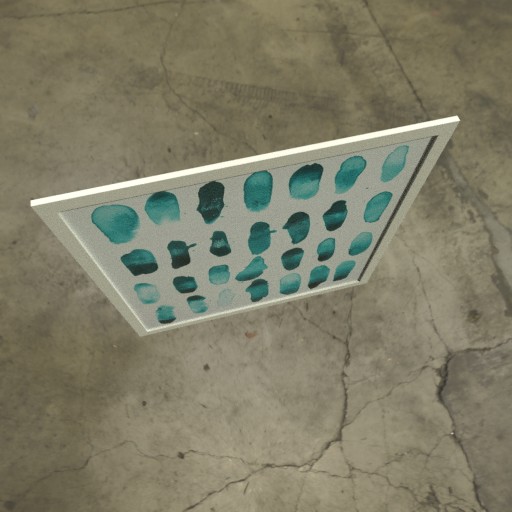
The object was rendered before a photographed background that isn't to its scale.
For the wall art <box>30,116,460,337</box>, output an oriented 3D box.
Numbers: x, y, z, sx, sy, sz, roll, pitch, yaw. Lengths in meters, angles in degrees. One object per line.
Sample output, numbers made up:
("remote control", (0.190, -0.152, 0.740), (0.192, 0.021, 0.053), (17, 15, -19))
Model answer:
("wall art", (0.000, 0.000, 1.182), (0.812, 0.813, 0.013), (-13, 64, -6))
